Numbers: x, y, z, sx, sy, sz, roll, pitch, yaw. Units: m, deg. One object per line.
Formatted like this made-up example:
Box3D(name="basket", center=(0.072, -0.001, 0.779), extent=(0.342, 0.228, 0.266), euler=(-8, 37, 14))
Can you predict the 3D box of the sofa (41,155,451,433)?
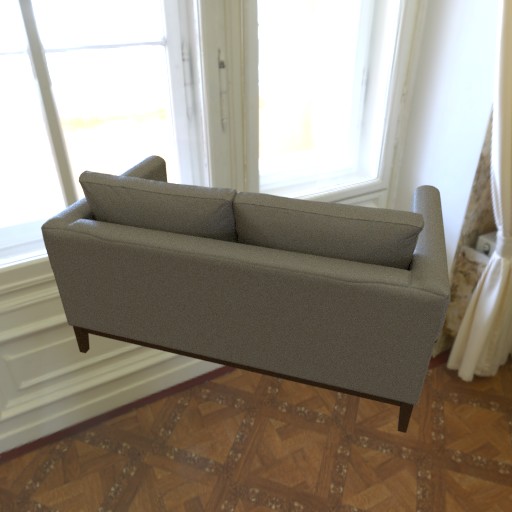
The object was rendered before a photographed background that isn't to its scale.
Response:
Box3D(name="sofa", center=(0.000, 0.000, 2.087), extent=(1.598, 0.873, 0.899), euler=(9, 33, 15))
